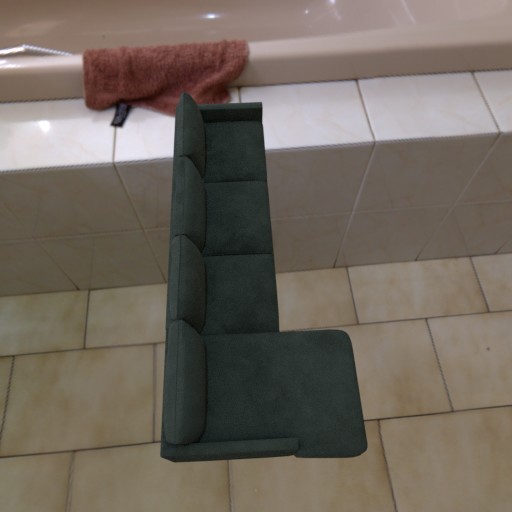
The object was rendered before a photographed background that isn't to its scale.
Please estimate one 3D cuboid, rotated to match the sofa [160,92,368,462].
[{"bbox_3d":[0.000,0.000,4.047,1.500,0.967,3.400,-3,62,-1],"label":"sofa"}]
